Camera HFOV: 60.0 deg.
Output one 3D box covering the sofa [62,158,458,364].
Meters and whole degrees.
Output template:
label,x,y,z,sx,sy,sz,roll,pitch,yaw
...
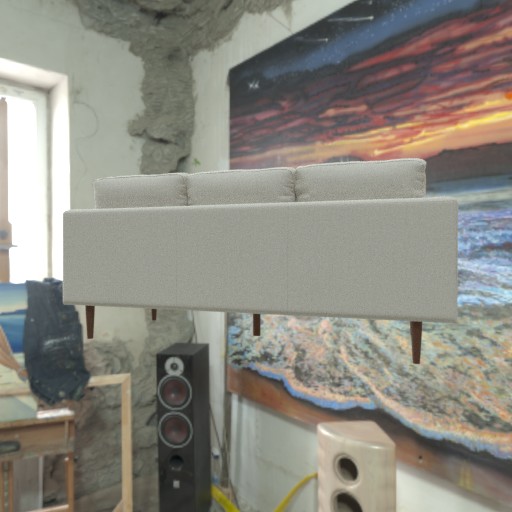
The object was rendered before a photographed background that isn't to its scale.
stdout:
label,x,y,z,sx,sy,sz,roll,pitch,yaw
sofa,0.000,0.000,2.522,2.029,0.912,0.802,0,1,18
